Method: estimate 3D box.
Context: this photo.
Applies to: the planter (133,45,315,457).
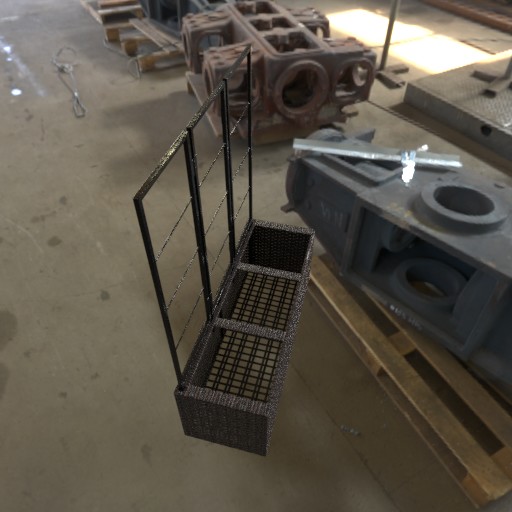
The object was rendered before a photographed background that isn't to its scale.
[{"bbox_3d":[0.000,0.000,1.191,0.244,0.841,0.699,10,46,10],"label":"planter"}]
